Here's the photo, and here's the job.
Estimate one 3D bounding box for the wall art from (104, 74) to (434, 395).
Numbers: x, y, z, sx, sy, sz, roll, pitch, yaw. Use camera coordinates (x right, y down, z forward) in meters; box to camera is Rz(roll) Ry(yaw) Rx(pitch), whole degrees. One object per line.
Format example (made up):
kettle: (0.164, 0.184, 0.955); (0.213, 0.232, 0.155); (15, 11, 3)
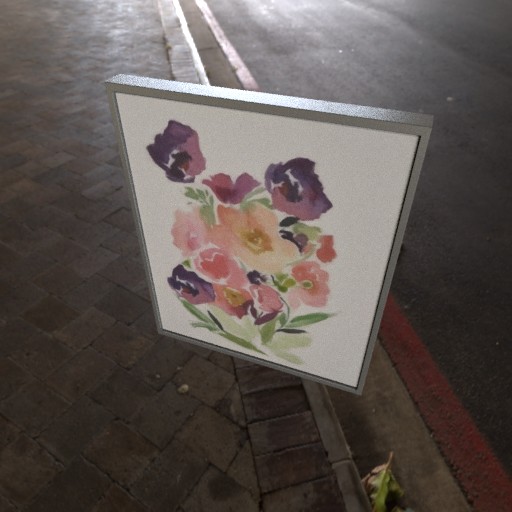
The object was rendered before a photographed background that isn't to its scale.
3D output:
wall art: (0.000, 0.000, 0.765); (0.452, 0.549, 0.038); (13, 42, 16)
